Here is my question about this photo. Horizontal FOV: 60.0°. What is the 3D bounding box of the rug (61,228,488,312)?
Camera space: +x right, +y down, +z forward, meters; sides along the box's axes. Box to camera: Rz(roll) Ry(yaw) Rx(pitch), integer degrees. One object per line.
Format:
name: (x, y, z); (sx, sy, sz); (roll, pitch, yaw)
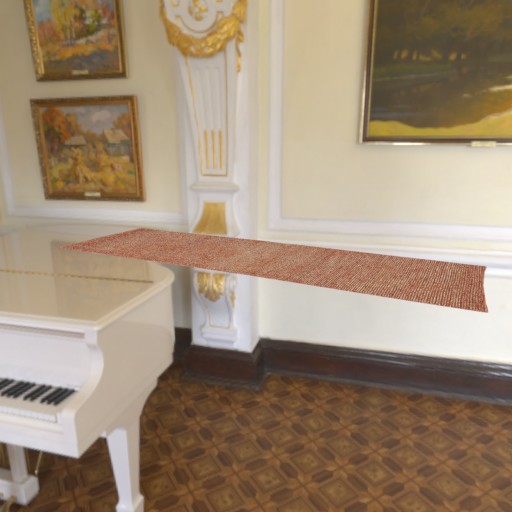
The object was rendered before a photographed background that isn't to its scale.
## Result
rug: (0.000, 0.000, 2.511); (2.353, 0.013, 0.718); (7, 16, 27)
